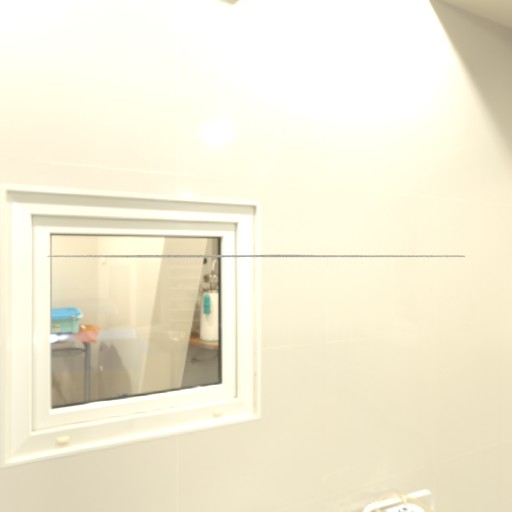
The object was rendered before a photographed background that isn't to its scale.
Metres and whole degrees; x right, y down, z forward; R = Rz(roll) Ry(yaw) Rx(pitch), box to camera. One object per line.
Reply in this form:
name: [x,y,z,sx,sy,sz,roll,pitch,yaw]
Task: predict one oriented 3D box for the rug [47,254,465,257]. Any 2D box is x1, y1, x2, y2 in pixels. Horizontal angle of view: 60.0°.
rug: [0.000,0.000,4.388,3.359,0.020,2.448,0,0,-36]
